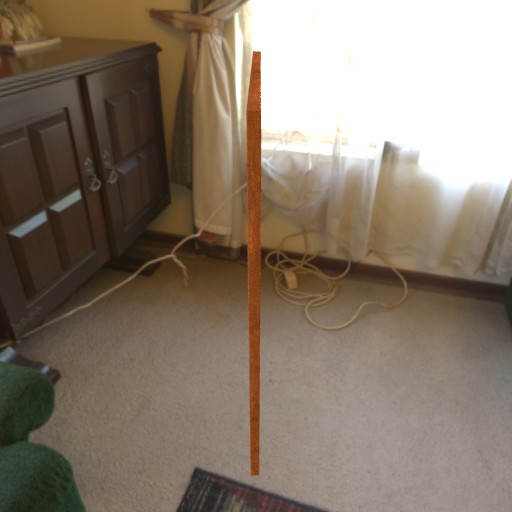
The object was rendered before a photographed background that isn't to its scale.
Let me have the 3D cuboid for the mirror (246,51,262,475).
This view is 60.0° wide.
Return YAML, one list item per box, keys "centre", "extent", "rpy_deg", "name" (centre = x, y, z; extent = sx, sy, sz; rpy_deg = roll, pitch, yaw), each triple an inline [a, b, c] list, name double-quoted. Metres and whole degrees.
- centre: [0.000, 0.000, 1.412]
  extent: [0.028, 1.099, 0.796]
  rpy_deg: [0, 32, 0]
  name: "mirror"
